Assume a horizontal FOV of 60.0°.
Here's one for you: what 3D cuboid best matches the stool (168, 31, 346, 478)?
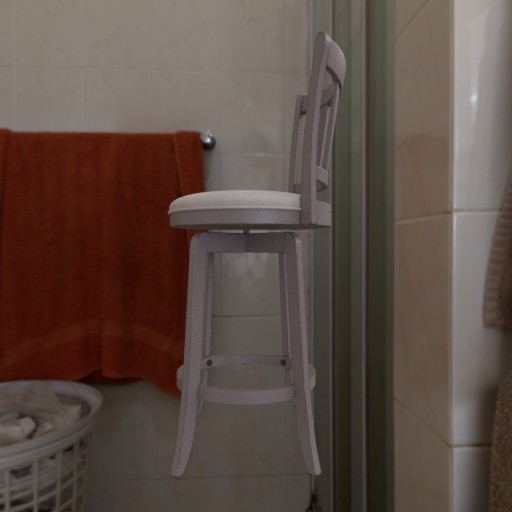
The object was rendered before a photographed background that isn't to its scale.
[{"bbox_3d":[0.000,0.000,1.219,0.475,1.023,0.436,0,1,-1],"label":"stool"}]
